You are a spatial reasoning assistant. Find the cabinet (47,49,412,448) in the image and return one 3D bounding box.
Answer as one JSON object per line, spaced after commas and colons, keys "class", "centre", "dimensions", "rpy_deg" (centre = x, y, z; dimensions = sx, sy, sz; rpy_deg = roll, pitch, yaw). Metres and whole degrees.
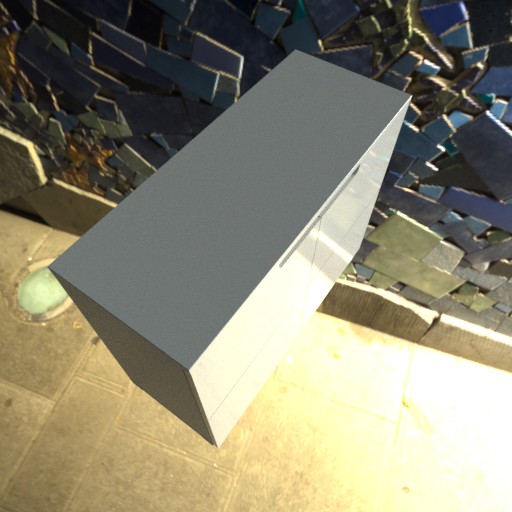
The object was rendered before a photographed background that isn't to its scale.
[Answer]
{"class": "cabinet", "centre": [0.000, 0.000, 1.453], "dimensions": [0.400, 0.800, 1.000], "rpy_deg": [31, 62, 19]}
